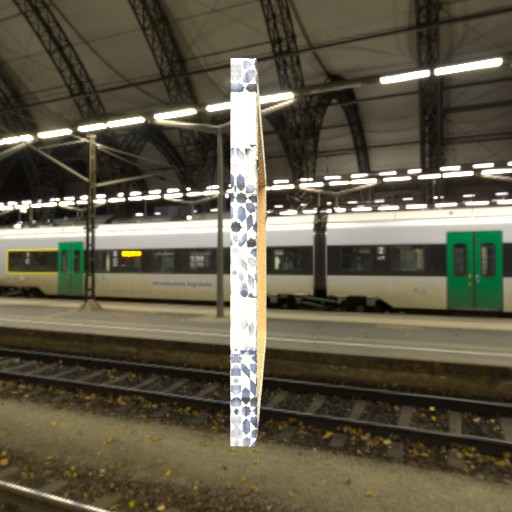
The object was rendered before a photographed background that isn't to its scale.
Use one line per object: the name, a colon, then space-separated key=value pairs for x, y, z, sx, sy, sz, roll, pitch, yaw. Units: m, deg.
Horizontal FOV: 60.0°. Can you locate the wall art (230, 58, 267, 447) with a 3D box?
wall art: x=0.000 y=0.000 z=0.764 sx=0.030 sy=0.406 sz=0.608 roll=0 pitch=-1 yaw=2
